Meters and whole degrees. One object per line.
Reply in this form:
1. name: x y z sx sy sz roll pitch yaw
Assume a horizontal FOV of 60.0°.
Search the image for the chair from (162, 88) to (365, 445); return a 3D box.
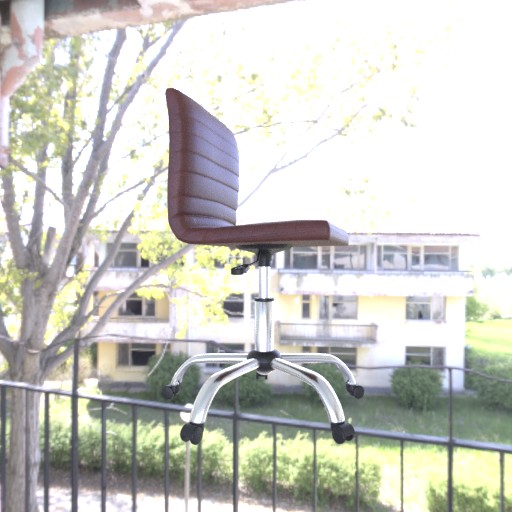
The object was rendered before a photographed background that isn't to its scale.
1. chair: 0.000 0.000 1.150 0.530 0.780 0.556 0 -1 18
